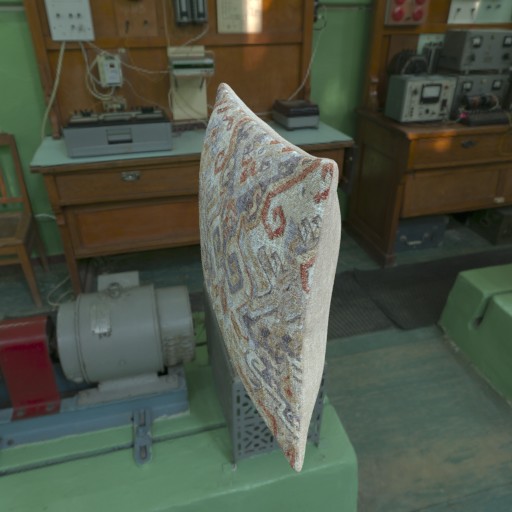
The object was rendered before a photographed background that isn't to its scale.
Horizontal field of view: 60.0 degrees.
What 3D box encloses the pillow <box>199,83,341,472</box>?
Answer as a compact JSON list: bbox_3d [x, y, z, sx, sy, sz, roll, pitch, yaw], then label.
[{"bbox_3d":[0.000,0.000,0.786,0.166,0.506,0.523,-8,31,-14],"label":"pillow"}]
